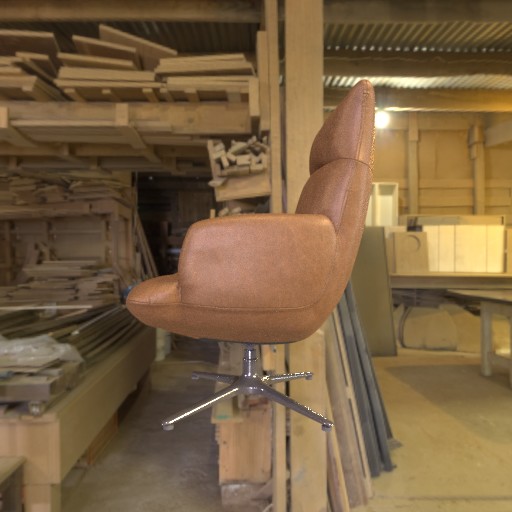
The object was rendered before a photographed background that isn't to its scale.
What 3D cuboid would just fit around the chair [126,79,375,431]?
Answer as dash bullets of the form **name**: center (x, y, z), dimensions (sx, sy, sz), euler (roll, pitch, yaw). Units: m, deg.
- **chair**: center (0.000, 0.000, 1.576), dimensions (0.794, 1.027, 0.711), euler (0, 1, 1)
